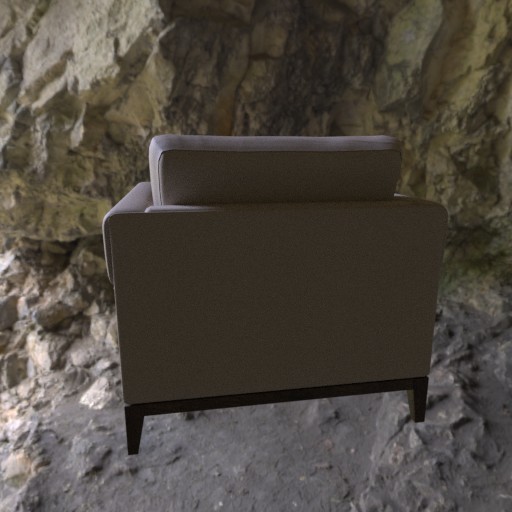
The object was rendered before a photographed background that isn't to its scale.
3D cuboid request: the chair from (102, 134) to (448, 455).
[{"bbox_3d":[0.000,0.000,1.624,0.914,0.838,0.959,-2,14,-10],"label":"chair"}]
